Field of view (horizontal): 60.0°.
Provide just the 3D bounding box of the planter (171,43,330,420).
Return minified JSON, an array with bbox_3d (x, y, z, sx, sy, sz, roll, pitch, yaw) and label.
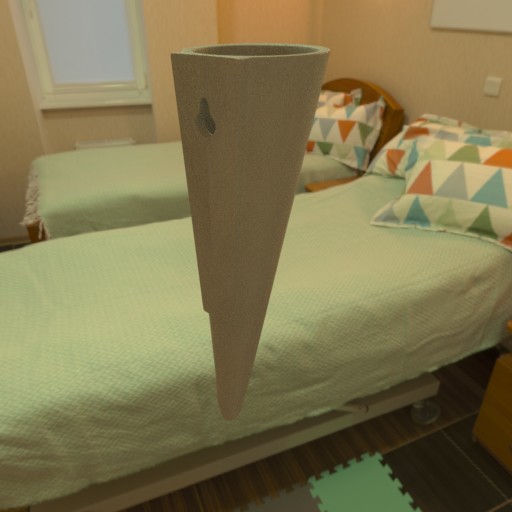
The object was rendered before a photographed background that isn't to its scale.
[{"bbox_3d":[0.000,0.000,0.225,0.057,0.191,0.064,21,35,32],"label":"planter"}]
